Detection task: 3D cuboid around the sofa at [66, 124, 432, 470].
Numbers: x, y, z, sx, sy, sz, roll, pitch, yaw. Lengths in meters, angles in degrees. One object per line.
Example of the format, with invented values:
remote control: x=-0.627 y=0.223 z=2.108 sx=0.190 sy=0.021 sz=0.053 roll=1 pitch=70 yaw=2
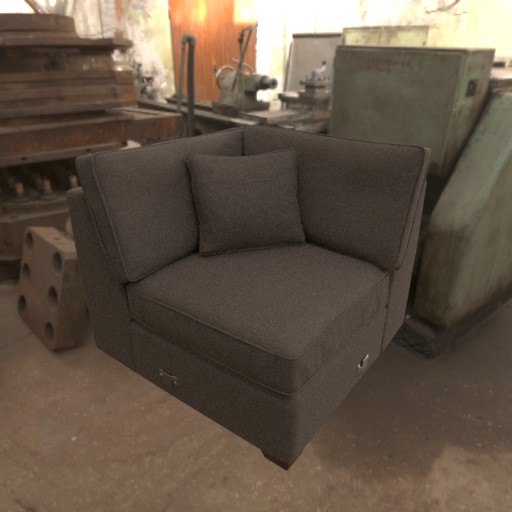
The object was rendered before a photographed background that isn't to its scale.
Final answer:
sofa: x=0.000 y=0.000 z=1.958 sx=1.146 sy=1.002 sz=1.084 roll=18 pitch=31 yaw=33
